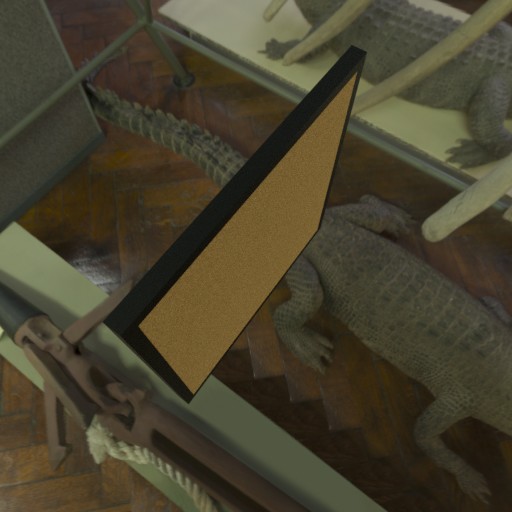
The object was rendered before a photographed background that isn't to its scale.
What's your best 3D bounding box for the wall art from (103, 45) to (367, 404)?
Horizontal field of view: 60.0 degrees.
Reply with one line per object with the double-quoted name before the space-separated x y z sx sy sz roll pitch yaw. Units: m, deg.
"wall art" 0.000 0.000 1.157 0.038 0.762 0.762 33 68 15
